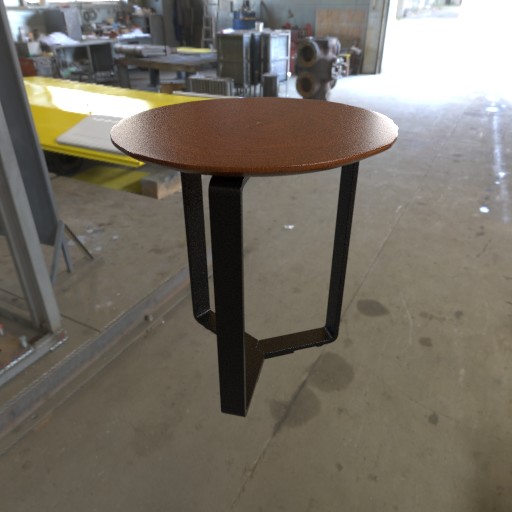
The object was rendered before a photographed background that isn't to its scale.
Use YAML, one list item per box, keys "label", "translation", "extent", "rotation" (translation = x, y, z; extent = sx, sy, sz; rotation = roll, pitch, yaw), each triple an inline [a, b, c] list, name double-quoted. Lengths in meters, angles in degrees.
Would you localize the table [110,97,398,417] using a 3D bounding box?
- label: "table"
  translation: [0.000, 0.000, 0.761]
  extent: [0.410, 0.450, 0.380]
  rotation: [-9, 32, -14]
